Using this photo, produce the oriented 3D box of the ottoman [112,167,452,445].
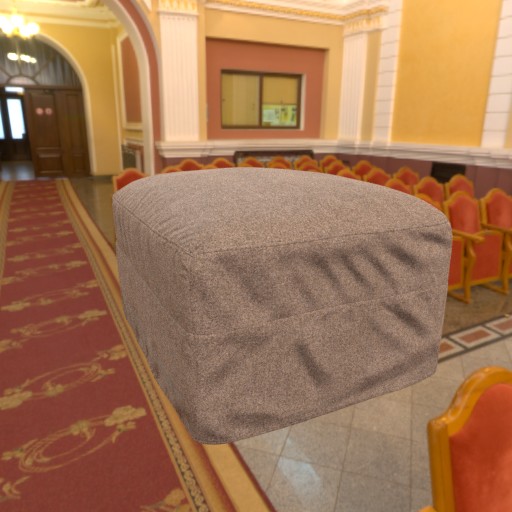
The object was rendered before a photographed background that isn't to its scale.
[{"bbox_3d":[0.000,0.000,1.258,0.683,0.481,0.837,-8,19,-25],"label":"ottoman"}]
